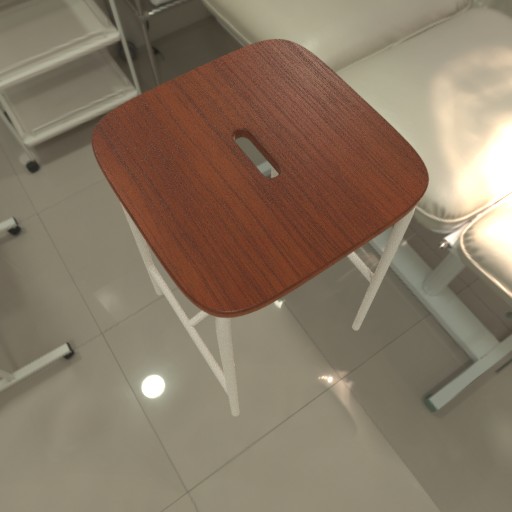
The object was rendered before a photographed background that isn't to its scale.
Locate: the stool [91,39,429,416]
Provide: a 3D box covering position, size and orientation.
[{"bbox_3d":[0.000,0.000,0.851,0.376,0.610,0.376,-32,68,-14],"label":"stool"}]
